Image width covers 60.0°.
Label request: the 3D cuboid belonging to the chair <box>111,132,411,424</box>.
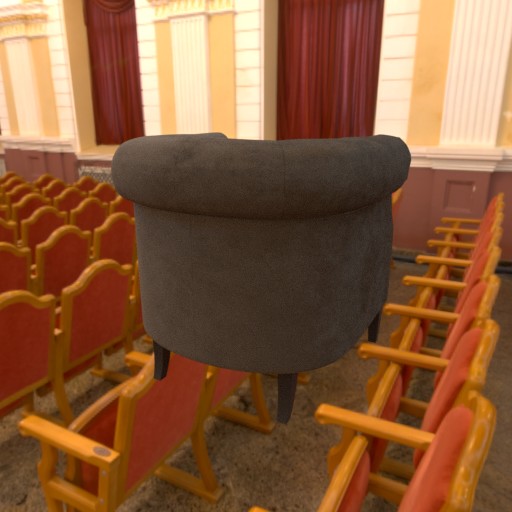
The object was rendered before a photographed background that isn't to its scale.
[{"bbox_3d":[0.000,0.000,1.558,0.904,0.826,0.851,9,19,28],"label":"chair"}]
